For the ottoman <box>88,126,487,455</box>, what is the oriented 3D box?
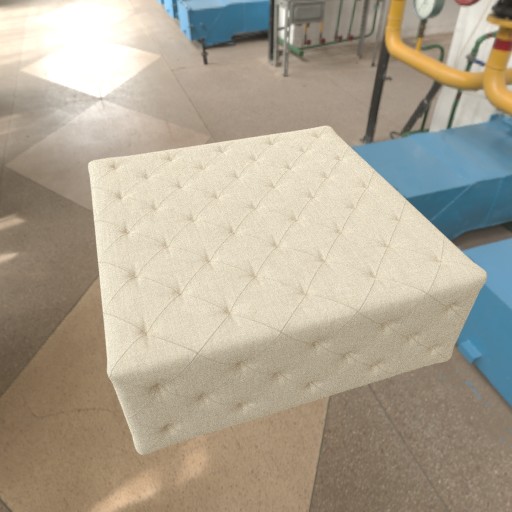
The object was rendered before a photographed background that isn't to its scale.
[{"bbox_3d":[0.000,0.000,1.589,1.028,0.439,1.028,-12,42,-14],"label":"ottoman"}]
